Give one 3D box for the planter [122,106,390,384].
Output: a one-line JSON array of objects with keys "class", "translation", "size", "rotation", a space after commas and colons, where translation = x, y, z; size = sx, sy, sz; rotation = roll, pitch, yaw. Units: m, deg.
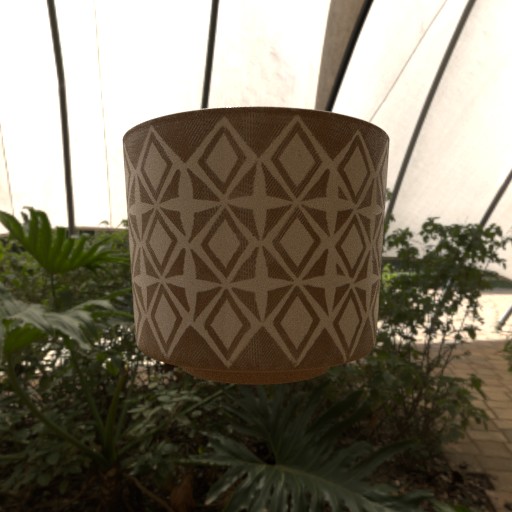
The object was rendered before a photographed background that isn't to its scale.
[{"class": "planter", "translation": [0.000, 0.000, 0.451], "size": [0.260, 0.220, 0.260], "rotation": [0, 0, 0]}]
